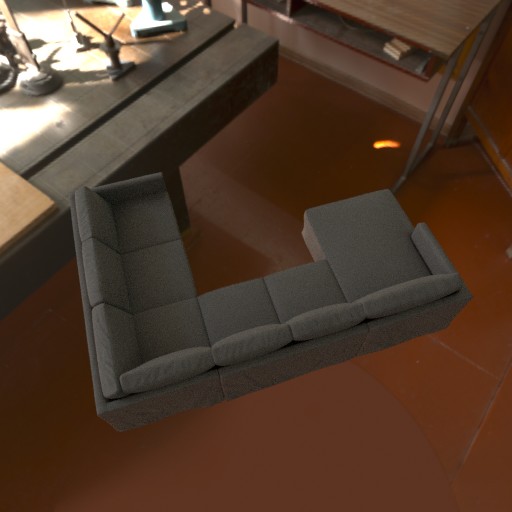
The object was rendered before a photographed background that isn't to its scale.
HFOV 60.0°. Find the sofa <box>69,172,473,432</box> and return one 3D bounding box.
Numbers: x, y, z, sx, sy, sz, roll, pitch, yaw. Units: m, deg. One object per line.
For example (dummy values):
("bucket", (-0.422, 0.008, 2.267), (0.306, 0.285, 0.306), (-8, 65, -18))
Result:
("sofa", (0.000, 0.000, 4.642), (3.528, 0.878, 2.476), (-15, 60, -9))
